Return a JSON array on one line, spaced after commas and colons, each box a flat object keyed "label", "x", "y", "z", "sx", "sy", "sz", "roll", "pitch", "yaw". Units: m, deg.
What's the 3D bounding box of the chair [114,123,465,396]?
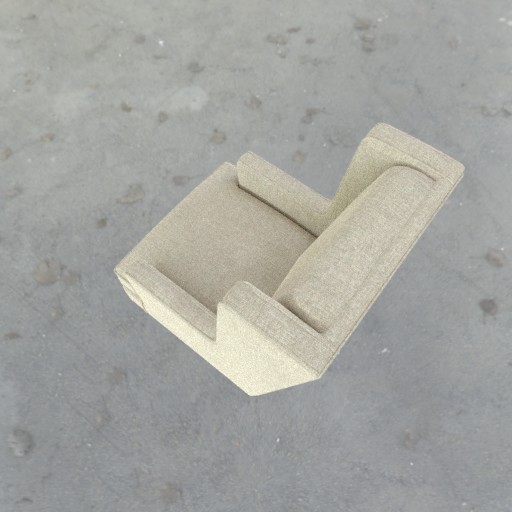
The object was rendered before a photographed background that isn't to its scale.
[{"label": "chair", "x": 0.000, "y": 0.000, "z": 1.725, "sx": 0.948, "sy": 1.082, "sz": 0.764, "roll": 35, "pitch": 67, "yaw": 17}]
